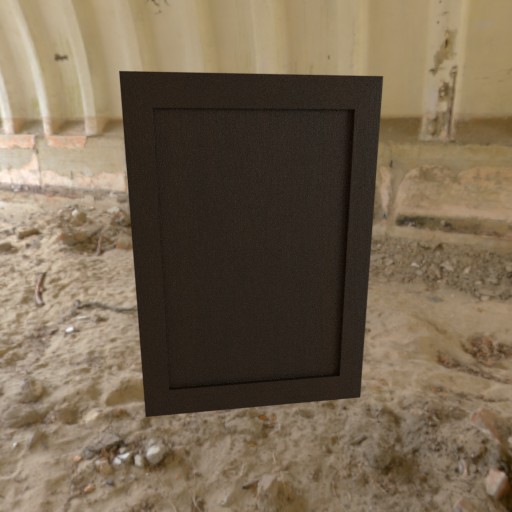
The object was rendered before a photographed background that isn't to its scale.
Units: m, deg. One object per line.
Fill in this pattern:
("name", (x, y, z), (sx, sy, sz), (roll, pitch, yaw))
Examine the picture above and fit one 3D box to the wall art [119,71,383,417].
("wall art", (0.000, 0.000, 0.673), (0.359, 0.513, 0.017), (-2, 16, -8))
